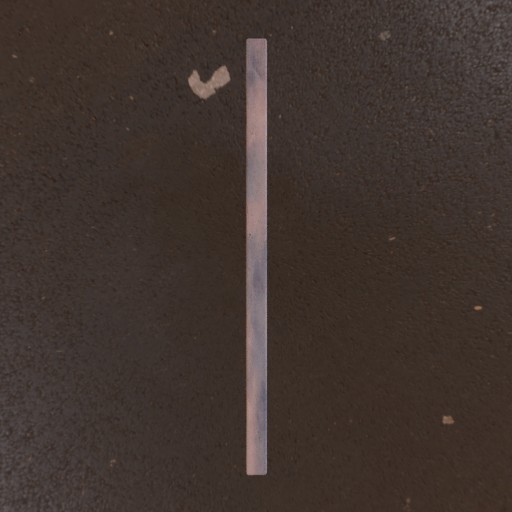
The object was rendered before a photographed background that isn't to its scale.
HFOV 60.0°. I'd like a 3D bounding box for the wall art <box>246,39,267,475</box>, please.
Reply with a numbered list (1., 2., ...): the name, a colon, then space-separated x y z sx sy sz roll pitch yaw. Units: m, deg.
1. wall art: 0.000 0.000 1.129 0.035 0.747 0.747 0 90 0
